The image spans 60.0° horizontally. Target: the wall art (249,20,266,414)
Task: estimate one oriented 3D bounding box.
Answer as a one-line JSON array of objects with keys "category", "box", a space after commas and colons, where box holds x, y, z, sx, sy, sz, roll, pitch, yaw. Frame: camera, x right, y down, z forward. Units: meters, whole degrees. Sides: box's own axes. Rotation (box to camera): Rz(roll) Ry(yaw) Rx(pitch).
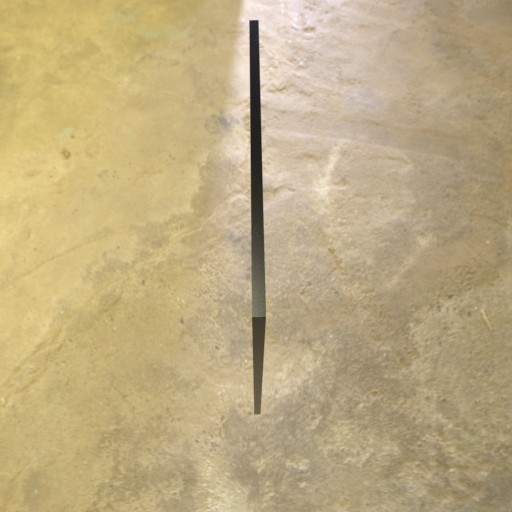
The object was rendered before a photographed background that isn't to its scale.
[{"category": "wall art", "box": [0.000, 0.000, 0.776, 0.013, 0.582, 0.442, -1, 62, 0]}]
